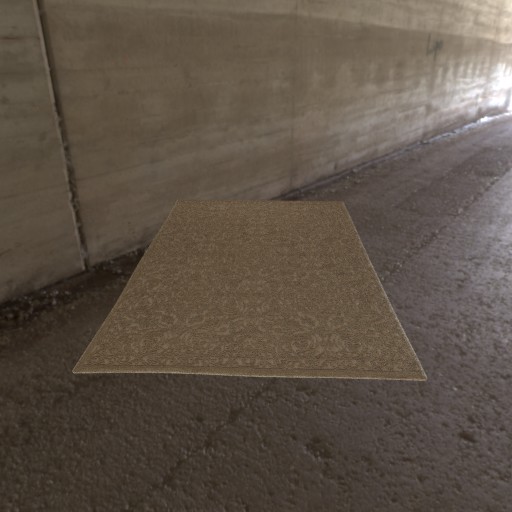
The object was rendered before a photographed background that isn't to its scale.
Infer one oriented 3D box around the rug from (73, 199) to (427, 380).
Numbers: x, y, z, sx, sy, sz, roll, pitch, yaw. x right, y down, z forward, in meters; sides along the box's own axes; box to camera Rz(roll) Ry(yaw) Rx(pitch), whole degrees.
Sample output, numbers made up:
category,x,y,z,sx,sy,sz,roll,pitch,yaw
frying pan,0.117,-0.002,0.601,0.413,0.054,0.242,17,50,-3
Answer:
category,x,y,z,sx,sy,sz,roll,pitch,yaw
rug,0.000,0.000,2.997,1.529,0.012,2.435,1,25,2
